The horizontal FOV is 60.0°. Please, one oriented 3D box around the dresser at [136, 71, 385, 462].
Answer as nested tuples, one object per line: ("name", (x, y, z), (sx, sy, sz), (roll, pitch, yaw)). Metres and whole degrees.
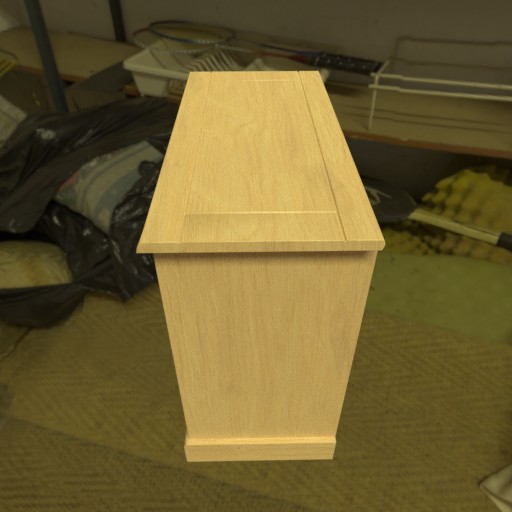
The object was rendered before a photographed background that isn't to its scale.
("dresser", (0.000, 0.000, 1.391), (0.440, 0.835, 0.915), (-1, 40, -1))
